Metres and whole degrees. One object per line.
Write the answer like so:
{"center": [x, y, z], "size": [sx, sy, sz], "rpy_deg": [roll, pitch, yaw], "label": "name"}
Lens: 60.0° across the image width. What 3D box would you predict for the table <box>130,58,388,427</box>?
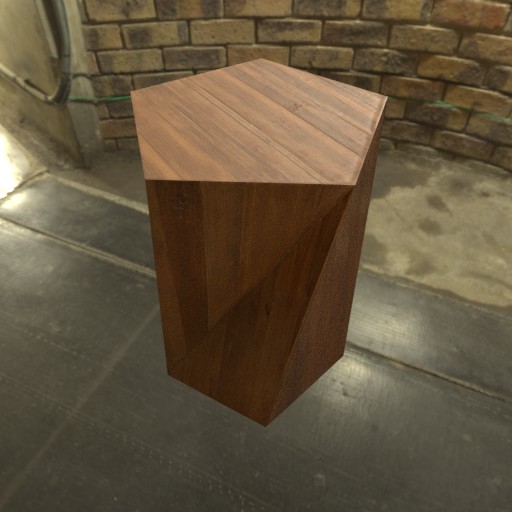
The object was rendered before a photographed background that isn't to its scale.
{"center": [0.000, 0.000, 0.883], "size": [0.441, 0.604, 0.425], "rpy_deg": [-10, 45, -10], "label": "table"}
